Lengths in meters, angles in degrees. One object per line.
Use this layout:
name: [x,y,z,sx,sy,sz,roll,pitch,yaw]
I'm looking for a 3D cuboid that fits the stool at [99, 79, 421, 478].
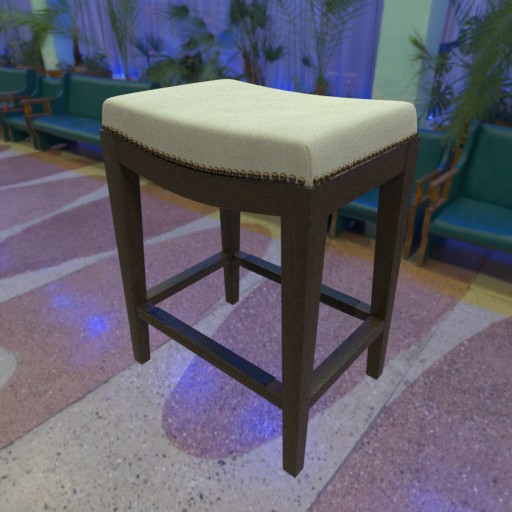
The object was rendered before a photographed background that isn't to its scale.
stool: [0.000,0.000,0.943,0.500,0.642,0.361,23,37,34]
